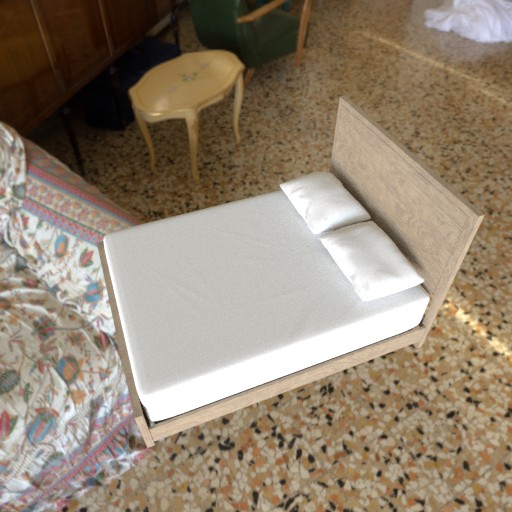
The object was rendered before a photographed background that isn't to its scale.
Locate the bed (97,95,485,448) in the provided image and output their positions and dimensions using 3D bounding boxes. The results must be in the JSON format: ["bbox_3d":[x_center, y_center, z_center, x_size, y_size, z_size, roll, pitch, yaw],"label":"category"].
[{"bbox_3d":[0.000,0.000,3.272,2.189,1.369,1.606,-16,48,-15],"label":"bed"}]
